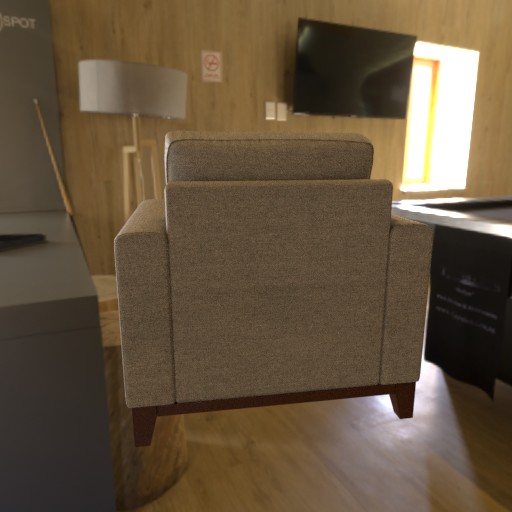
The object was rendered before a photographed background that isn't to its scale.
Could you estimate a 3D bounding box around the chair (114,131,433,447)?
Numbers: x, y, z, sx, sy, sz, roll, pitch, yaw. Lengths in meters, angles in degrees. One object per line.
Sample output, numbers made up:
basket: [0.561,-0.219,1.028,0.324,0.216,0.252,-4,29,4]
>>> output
chair: [0.000,0.000,1.912,1.024,1.010,1.038,-2,13,-9]
